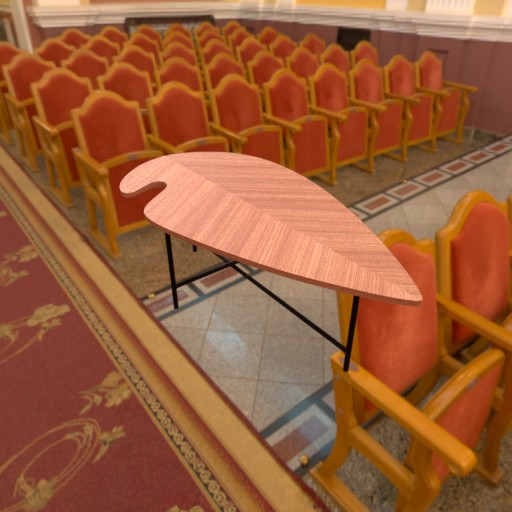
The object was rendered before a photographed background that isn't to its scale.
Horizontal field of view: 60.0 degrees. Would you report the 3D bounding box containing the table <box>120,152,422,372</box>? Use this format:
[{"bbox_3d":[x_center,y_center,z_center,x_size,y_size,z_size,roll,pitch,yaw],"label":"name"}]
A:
[{"bbox_3d":[0.000,0.000,1.477,0.598,0.360,1.199,-22,38,-31],"label":"table"}]
